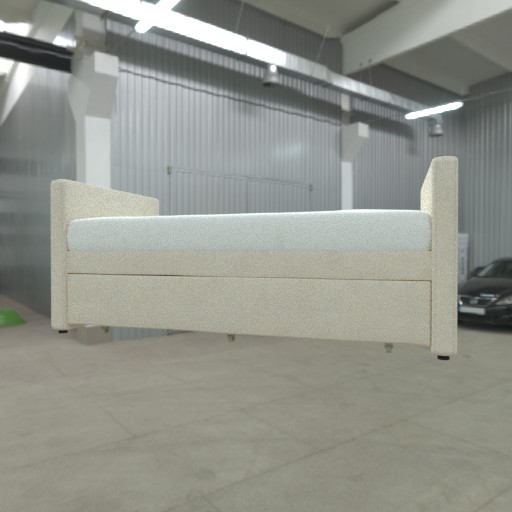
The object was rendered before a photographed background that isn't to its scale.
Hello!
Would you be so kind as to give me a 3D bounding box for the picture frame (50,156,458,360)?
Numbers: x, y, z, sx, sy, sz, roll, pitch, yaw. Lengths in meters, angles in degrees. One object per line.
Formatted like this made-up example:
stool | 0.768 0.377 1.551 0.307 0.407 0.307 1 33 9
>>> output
picture frame | 0.000 0.000 2.734 2.161 0.891 1.069 0 1 18
